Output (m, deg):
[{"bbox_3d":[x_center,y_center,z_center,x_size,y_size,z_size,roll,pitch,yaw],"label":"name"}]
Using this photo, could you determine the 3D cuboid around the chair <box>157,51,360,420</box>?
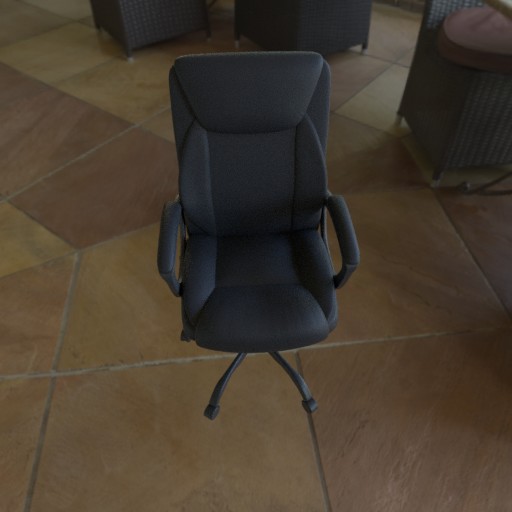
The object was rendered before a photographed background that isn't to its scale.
[{"bbox_3d":[0.000,0.000,1.436,0.615,1.072,0.655,-3,47,-2],"label":"chair"}]
